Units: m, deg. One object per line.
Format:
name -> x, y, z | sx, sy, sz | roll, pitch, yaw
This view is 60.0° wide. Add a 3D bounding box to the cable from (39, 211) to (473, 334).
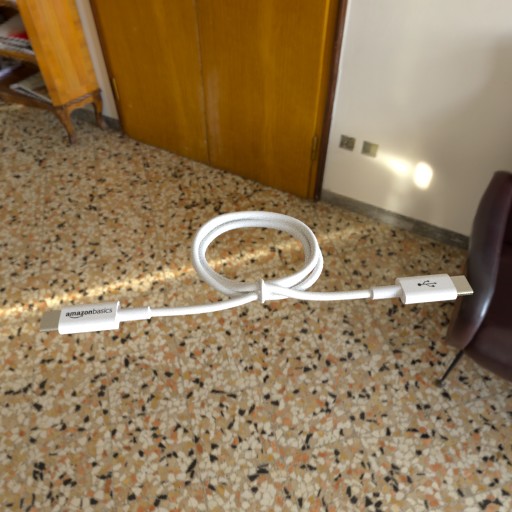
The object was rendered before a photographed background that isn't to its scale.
cable -> 0.000, 0.000, 0.226 | 0.203, 0.014, 0.070 | -5, 47, -4
